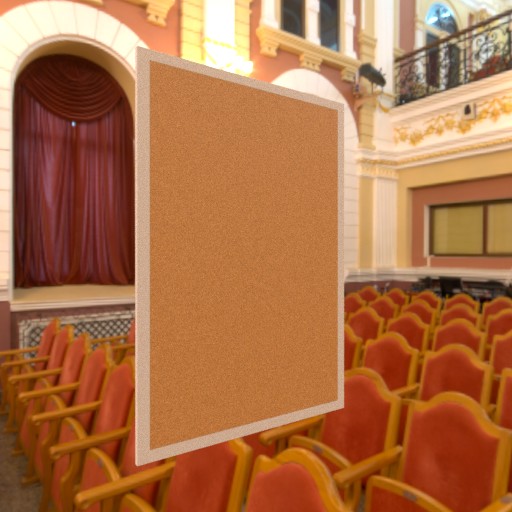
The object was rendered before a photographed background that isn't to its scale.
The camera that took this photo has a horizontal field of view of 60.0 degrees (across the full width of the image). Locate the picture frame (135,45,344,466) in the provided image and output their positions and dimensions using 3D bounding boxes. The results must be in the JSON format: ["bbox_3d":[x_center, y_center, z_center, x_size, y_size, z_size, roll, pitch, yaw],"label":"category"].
[{"bbox_3d":[0.000,0.000,1.185,0.659,0.940,0.013,0,0,-35],"label":"picture frame"}]
